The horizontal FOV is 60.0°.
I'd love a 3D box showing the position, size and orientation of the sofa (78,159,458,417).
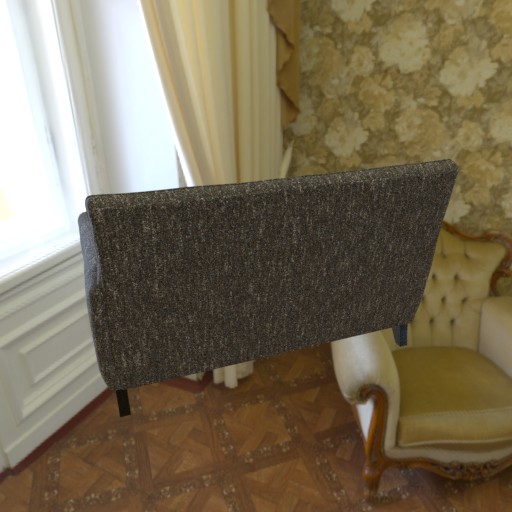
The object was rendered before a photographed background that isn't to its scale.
[{"bbox_3d":[0.000,0.000,2.072,1.519,0.946,0.801,-9,27,-18],"label":"sofa"}]
